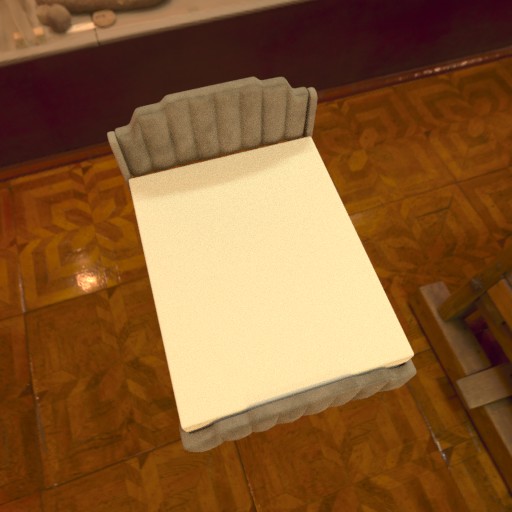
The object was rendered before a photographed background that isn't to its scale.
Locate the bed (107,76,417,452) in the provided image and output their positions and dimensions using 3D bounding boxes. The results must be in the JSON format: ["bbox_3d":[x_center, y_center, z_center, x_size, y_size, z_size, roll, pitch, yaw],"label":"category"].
[{"bbox_3d":[0.000,0.000,3.336,1.676,1.245,2.340,-15,64,-8],"label":"bed"}]
